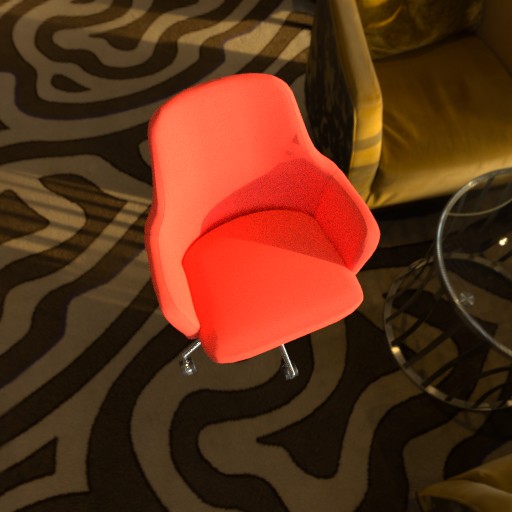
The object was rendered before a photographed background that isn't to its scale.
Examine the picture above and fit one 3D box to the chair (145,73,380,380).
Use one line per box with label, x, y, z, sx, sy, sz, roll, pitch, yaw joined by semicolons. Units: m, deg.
chair;0.000;0.000;1.281;0.655;0.820;0.600;-20;65;-10
